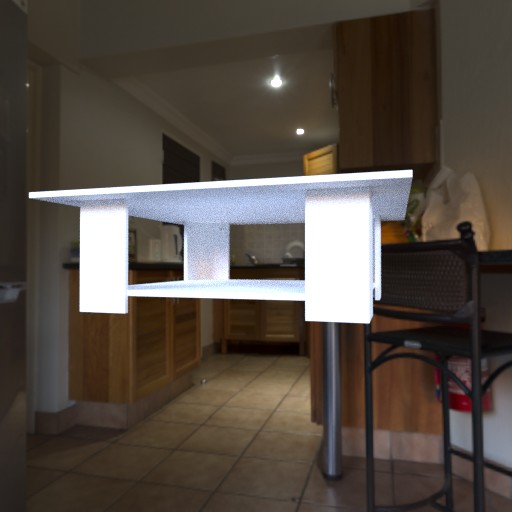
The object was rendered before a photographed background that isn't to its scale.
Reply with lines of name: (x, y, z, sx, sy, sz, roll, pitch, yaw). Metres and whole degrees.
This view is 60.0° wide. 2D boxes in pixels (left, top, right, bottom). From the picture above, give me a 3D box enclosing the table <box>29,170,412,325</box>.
table: (0.000, 0.000, 1.378, 0.890, 0.305, 0.890, 0, -1, 18)
